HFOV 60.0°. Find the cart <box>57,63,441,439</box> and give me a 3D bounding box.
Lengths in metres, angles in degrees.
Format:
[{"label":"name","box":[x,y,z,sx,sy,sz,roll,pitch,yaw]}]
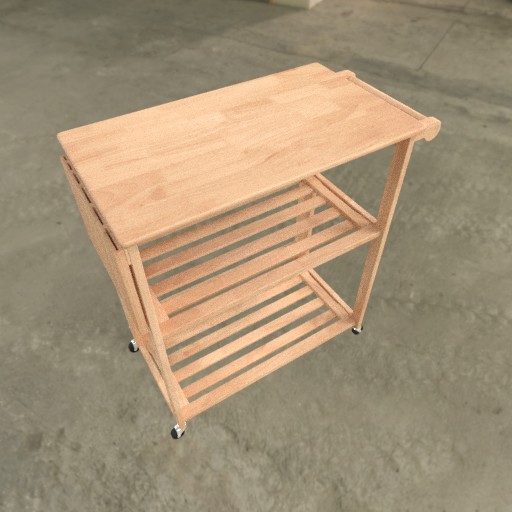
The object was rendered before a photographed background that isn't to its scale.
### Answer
[{"label":"cart","box":[0.000,0.000,1.356,0.853,0.879,0.432,-24,51,-22]}]
